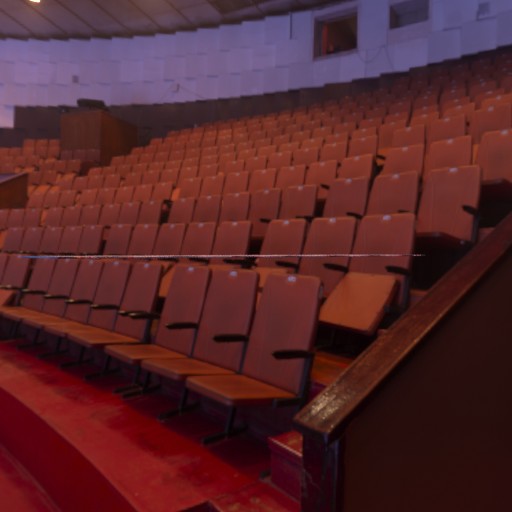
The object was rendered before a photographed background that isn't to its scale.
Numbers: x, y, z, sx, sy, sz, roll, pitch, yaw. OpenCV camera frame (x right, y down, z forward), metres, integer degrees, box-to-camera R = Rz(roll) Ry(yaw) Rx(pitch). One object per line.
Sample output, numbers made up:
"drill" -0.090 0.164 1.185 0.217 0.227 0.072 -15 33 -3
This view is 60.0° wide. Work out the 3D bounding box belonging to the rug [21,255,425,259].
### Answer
"rug" 0.000 0.000 2.695 2.440 0.009 0.760 0 1 -37
